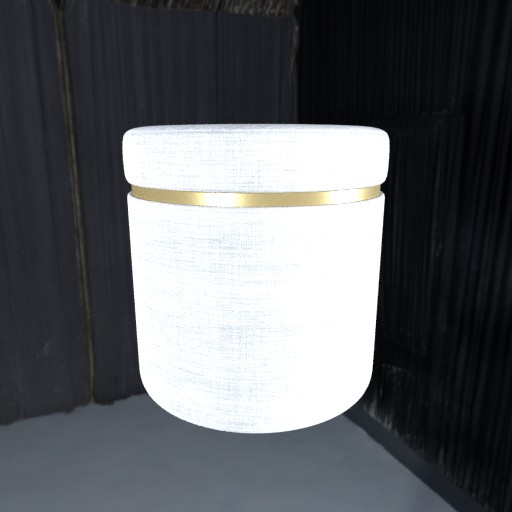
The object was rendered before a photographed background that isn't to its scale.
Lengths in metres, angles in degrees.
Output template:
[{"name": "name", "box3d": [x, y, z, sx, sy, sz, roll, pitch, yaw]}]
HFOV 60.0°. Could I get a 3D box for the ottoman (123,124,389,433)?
[{"name": "ottoman", "box3d": [0.000, 0.000, 0.735, 0.400, 0.406, 0.400, 0, 14, 0]}]
